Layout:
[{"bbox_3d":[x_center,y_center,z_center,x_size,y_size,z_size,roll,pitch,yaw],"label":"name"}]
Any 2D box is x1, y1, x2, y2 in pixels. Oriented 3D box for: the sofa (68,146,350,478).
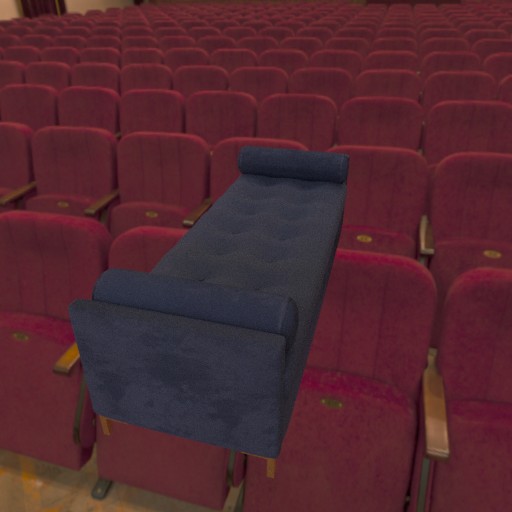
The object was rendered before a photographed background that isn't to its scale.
[{"bbox_3d":[0.000,0.000,2.450,0.796,0.705,2.102,8,31,14],"label":"sofa"}]
